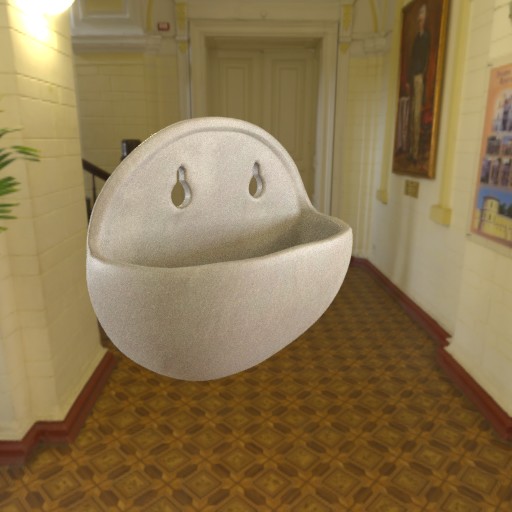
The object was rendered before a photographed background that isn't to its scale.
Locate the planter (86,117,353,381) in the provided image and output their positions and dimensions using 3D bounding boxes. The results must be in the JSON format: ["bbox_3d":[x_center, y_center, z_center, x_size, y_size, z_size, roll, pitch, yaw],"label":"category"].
[{"bbox_3d":[0.000,0.000,0.270,0.073,0.164,0.190,14,20,42],"label":"planter"}]
